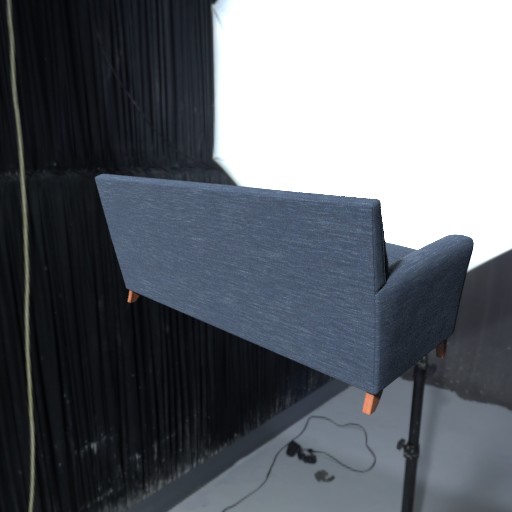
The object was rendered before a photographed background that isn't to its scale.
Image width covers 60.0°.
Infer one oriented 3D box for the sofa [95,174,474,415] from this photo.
[{"bbox_3d":[0.000,0.000,2.442,1.976,0.846,0.875,13,19,43],"label":"sofa"}]
